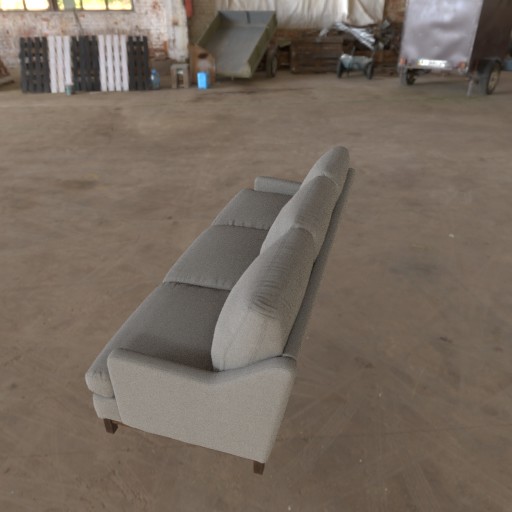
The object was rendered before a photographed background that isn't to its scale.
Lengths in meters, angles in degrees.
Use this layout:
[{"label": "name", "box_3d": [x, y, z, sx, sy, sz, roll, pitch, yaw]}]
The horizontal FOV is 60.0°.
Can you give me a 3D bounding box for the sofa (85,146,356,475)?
[{"label": "sofa", "box_3d": [0.000, 0.000, 2.830, 0.987, 0.926, 2.344, 9, 32, 14]}]
